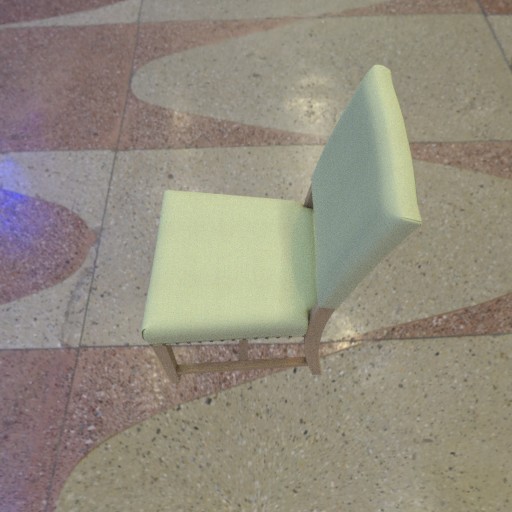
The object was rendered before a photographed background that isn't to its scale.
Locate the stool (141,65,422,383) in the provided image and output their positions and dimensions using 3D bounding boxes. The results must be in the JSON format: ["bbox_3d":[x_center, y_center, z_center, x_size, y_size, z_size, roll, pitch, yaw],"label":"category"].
[{"bbox_3d":[0.000,0.000,1.313,0.623,0.986,0.508,1,59,1],"label":"stool"}]
